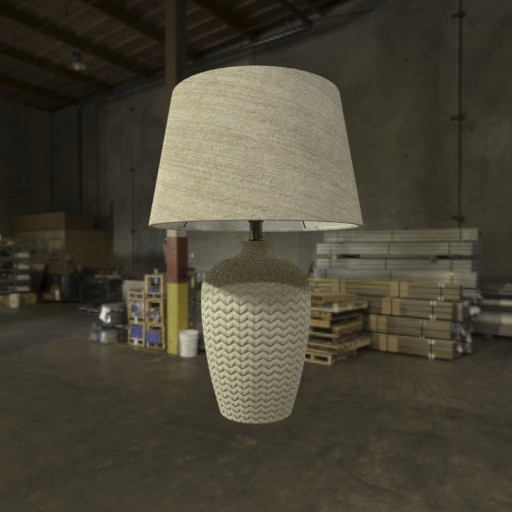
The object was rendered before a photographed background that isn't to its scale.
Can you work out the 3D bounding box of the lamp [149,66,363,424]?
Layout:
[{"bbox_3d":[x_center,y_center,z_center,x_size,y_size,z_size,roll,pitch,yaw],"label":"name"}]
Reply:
[{"bbox_3d":[0.000,0.000,0.828,0.390,0.580,0.390,0,1,0],"label":"lamp"}]
